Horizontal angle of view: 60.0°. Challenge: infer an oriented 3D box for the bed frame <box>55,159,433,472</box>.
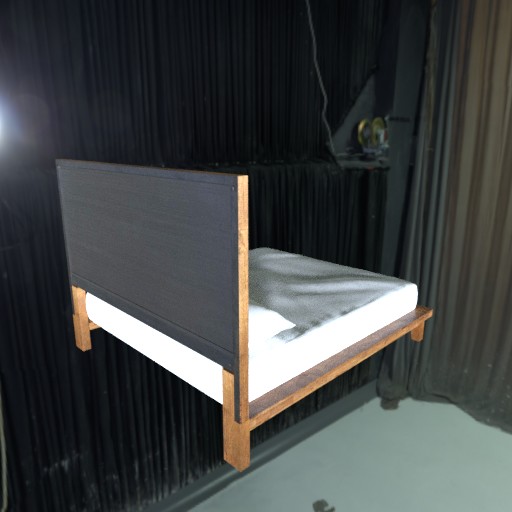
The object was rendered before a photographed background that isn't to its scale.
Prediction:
[{"bbox_3d":[0.000,0.000,3.588,2.235,1.537,2.038,-14,21,-43],"label":"bed frame"}]
